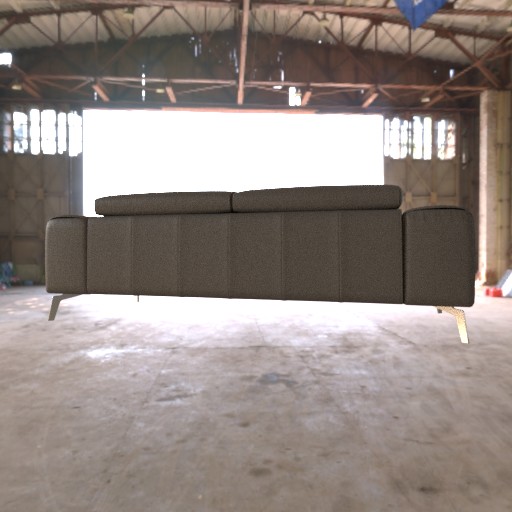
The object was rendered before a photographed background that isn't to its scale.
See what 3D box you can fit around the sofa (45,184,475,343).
[{"bbox_3d":[0.000,0.000,2.766,2.321,0.759,1.023,0,1,16],"label":"sofa"}]
